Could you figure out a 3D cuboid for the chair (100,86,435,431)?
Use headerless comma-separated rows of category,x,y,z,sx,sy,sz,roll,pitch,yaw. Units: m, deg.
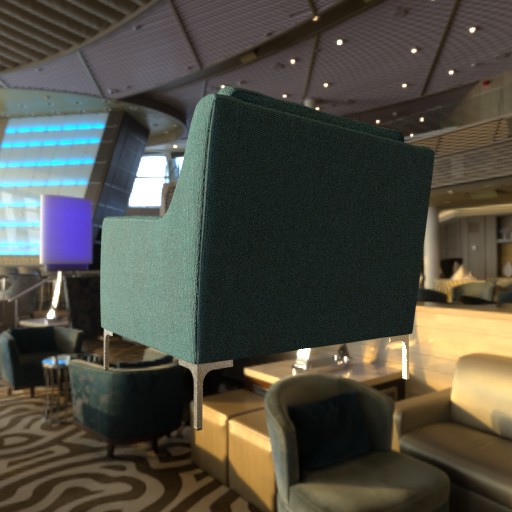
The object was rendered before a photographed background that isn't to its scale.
chair,0.000,0.000,1.524,0.847,0.828,0.849,1,-1,-35
